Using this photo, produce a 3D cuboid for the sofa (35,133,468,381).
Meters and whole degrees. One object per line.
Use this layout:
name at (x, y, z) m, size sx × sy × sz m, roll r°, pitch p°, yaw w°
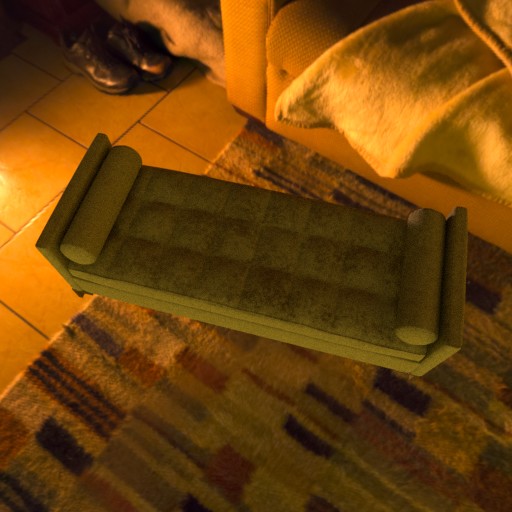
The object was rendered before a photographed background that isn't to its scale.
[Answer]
sofa at (0.000, 0.000, 2.526) m, size 2.102 × 0.657 × 0.797 m, roll 13°, pitch 63°, yaw 7°
